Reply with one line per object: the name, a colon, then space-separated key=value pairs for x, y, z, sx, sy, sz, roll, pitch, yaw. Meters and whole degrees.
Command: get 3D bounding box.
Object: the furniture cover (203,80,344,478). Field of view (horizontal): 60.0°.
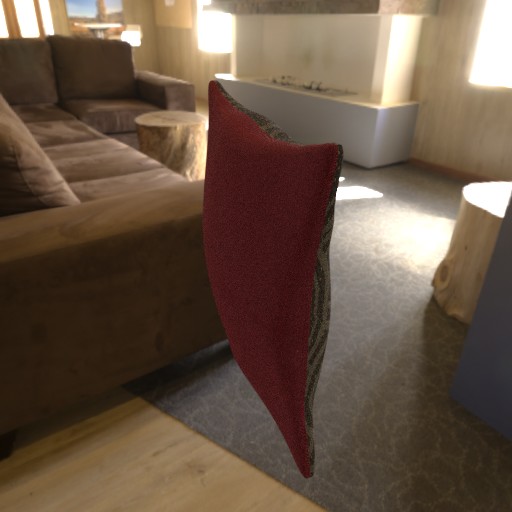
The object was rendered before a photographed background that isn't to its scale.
furniture cover: x=0.000 y=0.000 z=0.767 sx=0.163 sy=0.513 sz=0.514 roll=-9 pitch=30 yaw=-16
